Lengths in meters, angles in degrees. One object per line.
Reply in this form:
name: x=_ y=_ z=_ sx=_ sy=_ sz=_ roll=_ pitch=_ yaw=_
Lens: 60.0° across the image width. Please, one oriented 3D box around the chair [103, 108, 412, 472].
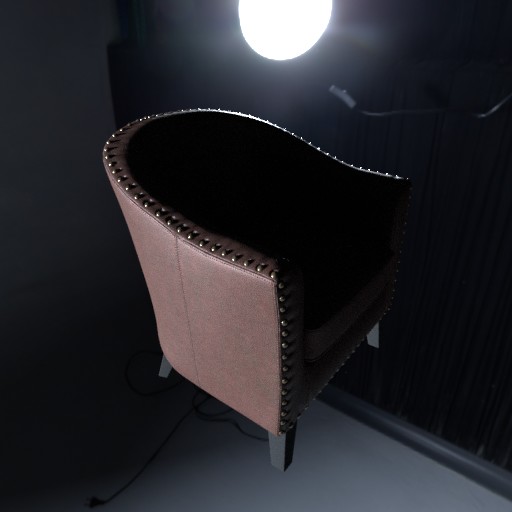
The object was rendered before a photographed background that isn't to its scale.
chair: x=0.000 y=0.000 z=1.422 sx=0.748 sy=0.823 sz=0.794 roll=18 pitch=32 yaw=32
